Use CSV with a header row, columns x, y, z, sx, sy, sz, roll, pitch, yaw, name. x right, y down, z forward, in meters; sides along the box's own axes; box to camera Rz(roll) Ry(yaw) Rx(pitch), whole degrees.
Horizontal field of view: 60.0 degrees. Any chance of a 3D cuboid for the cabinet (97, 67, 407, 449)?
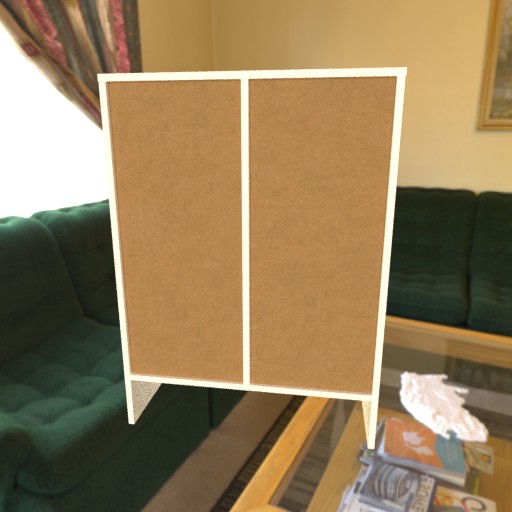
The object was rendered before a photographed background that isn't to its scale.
x,y,z,sx,sy,sz,roll,pitch,yaw,name
0.000,0.000,1.096,0.600,0.815,0.296,2,16,9,cabinet
